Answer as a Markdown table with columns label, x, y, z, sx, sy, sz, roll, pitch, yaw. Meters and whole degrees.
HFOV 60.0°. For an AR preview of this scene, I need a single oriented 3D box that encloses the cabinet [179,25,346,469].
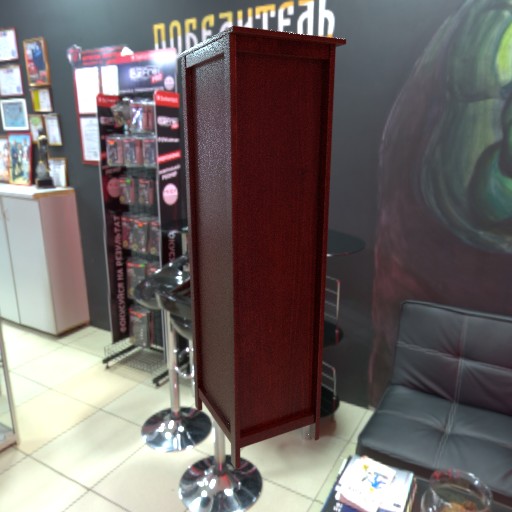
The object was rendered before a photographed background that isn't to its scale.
| label | x | y | z | sx | sy | sz | roll | pitch | yaw |
| --- | --- | --- | --- | --- | --- | --- | --- | --- | --- |
| cabinet | 0.000 | 0.000 | 1.752 | 0.401 | 1.518 | 0.500 | -7 | 17 | -26 |
